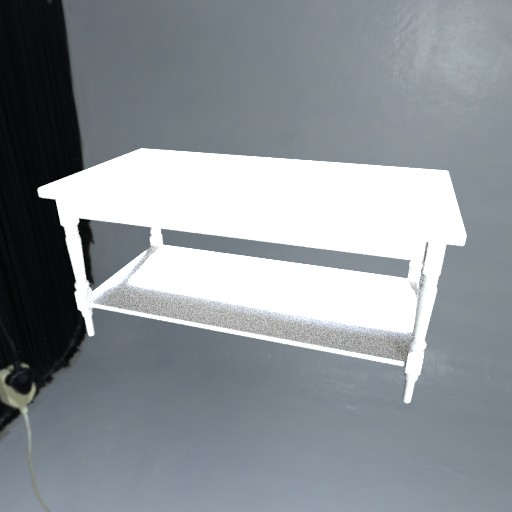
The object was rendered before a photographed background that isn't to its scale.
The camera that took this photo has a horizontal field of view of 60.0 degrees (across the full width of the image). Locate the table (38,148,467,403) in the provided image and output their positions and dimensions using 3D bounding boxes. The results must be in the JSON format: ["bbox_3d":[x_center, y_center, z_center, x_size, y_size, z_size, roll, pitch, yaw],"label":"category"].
[{"bbox_3d":[0.000,0.000,1.430,1.107,0.510,0.550,8,27,16],"label":"table"}]
